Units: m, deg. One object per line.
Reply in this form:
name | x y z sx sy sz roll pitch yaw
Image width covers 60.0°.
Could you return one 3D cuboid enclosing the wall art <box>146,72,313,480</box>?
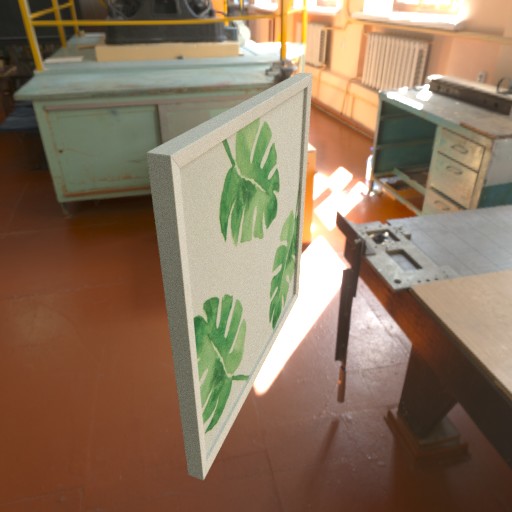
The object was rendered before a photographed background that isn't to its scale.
wall art | 0.000 0.000 1.125 0.040 0.762 0.762 11 33 18
